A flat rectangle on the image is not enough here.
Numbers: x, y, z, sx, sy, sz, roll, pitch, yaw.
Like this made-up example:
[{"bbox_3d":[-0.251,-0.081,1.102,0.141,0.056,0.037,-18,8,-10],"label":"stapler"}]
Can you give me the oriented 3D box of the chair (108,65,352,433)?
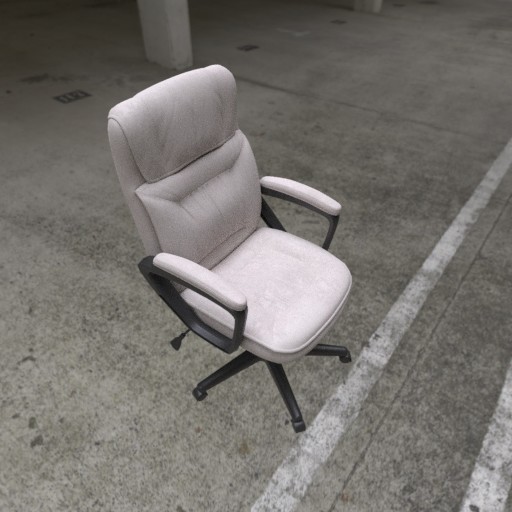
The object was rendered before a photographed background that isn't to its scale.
[{"bbox_3d":[0.000,0.000,1.559,0.724,1.105,0.667,25,47,26],"label":"chair"}]
